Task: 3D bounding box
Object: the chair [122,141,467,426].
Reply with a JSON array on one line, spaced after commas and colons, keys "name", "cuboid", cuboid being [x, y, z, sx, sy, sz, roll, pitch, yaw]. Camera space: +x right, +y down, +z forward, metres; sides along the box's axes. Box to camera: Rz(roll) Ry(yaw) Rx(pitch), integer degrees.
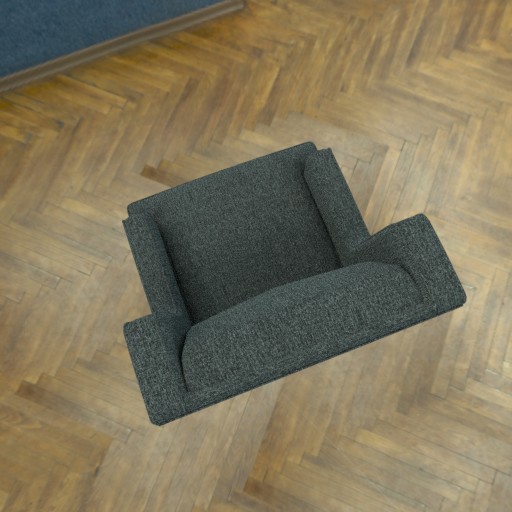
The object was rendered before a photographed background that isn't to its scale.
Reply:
[{"name": "chair", "cuboid": [0.000, 0.000, 1.812, 0.942, 1.082, 0.927, -20, 77, -5]}]
